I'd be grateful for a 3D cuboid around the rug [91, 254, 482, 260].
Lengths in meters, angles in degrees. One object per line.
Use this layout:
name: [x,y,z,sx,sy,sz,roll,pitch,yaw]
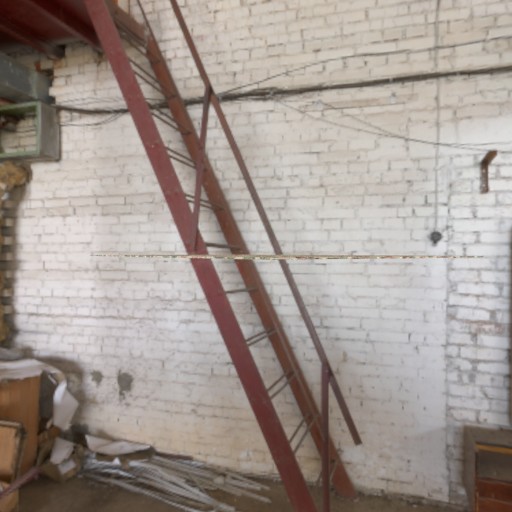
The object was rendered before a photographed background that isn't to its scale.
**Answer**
rug: [0.000,0.000,3.070,1.524,0.011,2.438,0,1,-37]
